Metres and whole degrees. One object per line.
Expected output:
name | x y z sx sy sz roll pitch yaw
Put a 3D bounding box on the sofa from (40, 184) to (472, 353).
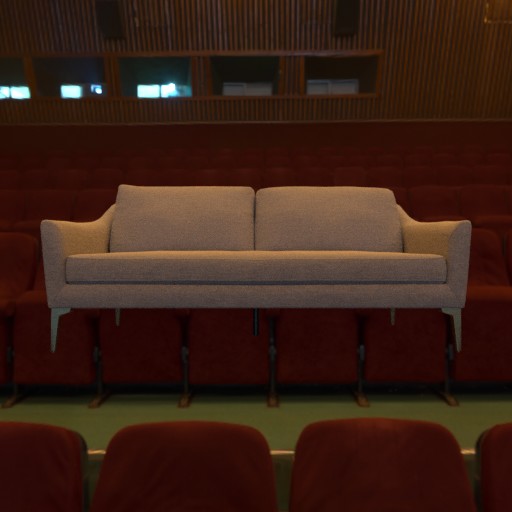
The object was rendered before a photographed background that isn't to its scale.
sofa | 0.000 0.000 2.544 2.036 0.913 0.980 0 0 0
